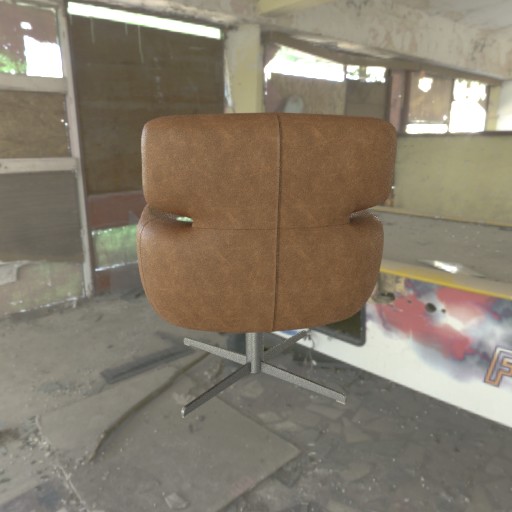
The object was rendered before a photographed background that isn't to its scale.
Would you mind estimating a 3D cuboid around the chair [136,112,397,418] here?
[{"bbox_3d":[0.000,0.000,1.372,0.706,0.812,0.715,-2,15,-8],"label":"chair"}]
